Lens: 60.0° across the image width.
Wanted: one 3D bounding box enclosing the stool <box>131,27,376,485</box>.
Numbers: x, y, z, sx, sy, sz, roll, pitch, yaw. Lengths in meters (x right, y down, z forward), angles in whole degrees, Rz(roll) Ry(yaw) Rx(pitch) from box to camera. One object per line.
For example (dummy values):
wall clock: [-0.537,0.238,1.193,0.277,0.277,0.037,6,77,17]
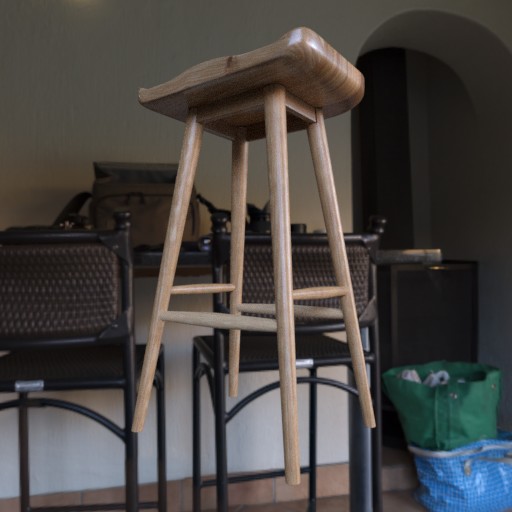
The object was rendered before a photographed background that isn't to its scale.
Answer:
stool: [0.000,0.000,0.906,0.407,0.698,0.322,-1,-2,36]
